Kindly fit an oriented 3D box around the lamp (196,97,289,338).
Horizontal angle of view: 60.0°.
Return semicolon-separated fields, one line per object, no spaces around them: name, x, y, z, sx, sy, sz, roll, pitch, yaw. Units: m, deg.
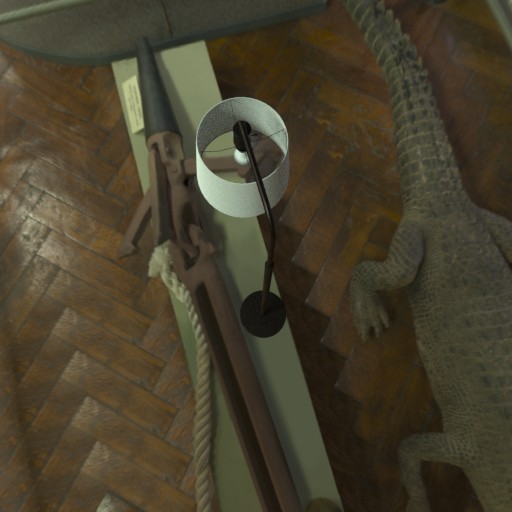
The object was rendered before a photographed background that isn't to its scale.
lamp;0.000;0.000;1.641;0.254;1.478;0.508;-16;76;-4
